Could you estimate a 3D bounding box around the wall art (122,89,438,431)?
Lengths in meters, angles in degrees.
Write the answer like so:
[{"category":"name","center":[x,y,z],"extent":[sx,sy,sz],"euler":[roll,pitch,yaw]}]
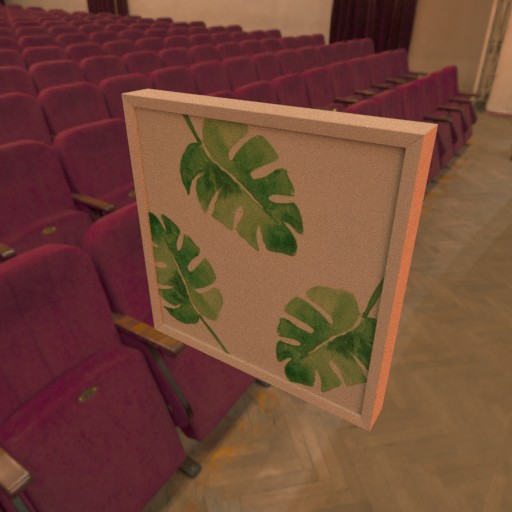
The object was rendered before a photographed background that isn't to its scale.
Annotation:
[{"category":"wall art","center":[0.000,0.000,0.469],"extent":[0.305,0.305,0.038],"euler":[18,34,29]}]
